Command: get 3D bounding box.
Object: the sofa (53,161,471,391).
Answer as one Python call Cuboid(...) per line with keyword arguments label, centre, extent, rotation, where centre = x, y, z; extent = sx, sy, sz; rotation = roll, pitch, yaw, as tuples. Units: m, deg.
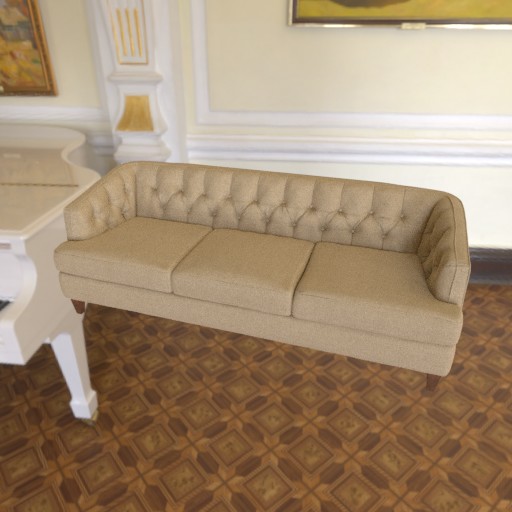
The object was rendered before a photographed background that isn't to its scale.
Cuboid(label="sofa", centre=(0.000, 0.000, 2.651), extent=(2.235, 0.788, 0.913), rotation=(9, 29, 16))
